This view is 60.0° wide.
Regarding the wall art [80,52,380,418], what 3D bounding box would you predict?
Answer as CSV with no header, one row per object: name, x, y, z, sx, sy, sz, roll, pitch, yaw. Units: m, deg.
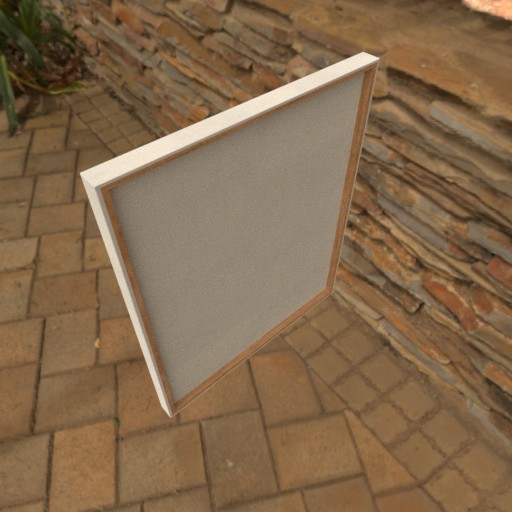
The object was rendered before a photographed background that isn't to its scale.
wall art,0.000,0.000,0.833,0.508,0.606,0.037,-33,55,-27
